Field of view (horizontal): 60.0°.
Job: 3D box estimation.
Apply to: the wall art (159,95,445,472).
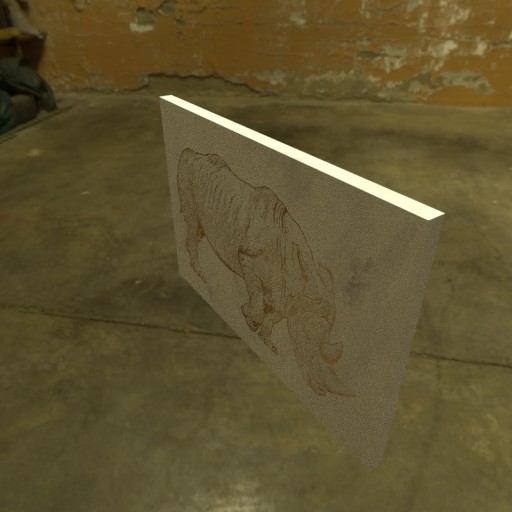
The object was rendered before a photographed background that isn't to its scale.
[{"bbox_3d":[0.000,0.000,1.117,0.038,0.610,0.915,-20,38,-29],"label":"wall art"}]
